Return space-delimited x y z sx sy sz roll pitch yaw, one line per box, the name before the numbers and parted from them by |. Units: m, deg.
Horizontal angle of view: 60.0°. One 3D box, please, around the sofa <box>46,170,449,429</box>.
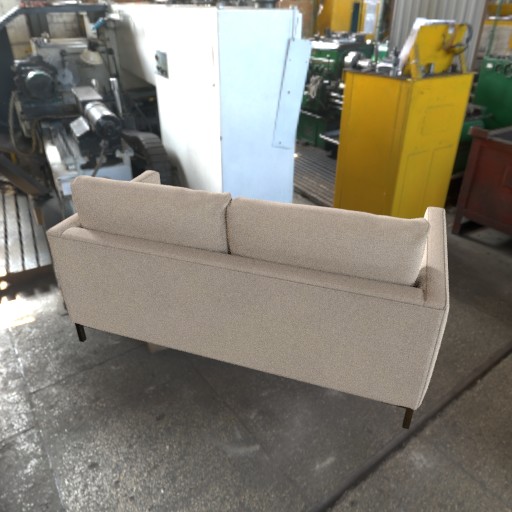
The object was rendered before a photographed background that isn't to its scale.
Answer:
sofa | 0.000 0.000 2.148 1.682 0.840 0.875 10 32 17
